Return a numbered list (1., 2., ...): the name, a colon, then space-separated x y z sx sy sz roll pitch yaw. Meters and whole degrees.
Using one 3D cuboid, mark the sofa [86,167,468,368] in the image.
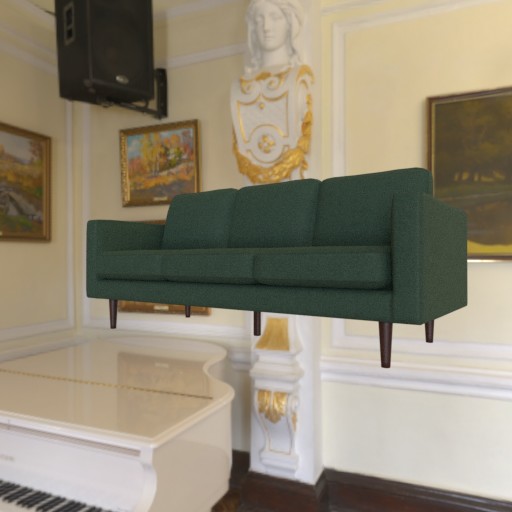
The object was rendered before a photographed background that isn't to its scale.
1. sofa: 0.000 0.000 2.496 2.029 0.899 0.879 0 -1 36
